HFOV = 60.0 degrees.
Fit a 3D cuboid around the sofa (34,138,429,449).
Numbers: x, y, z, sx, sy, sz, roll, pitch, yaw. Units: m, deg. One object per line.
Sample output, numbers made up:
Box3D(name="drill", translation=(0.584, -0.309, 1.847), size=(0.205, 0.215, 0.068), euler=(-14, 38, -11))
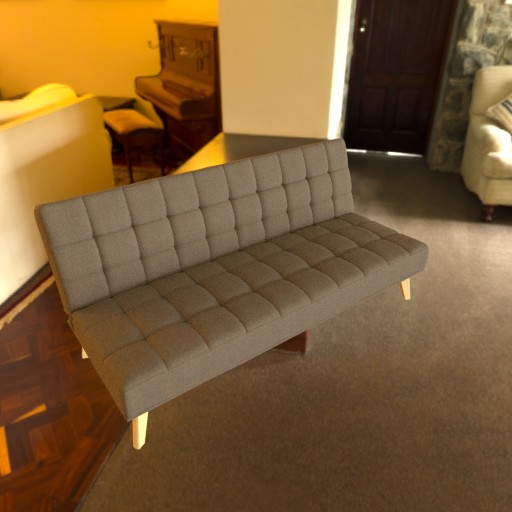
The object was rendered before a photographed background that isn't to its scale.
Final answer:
Box3D(name="sofa", translation=(0.000, 0.000, 2.260), size=(1.800, 0.810, 0.860), euler=(-20, 35, -31))
